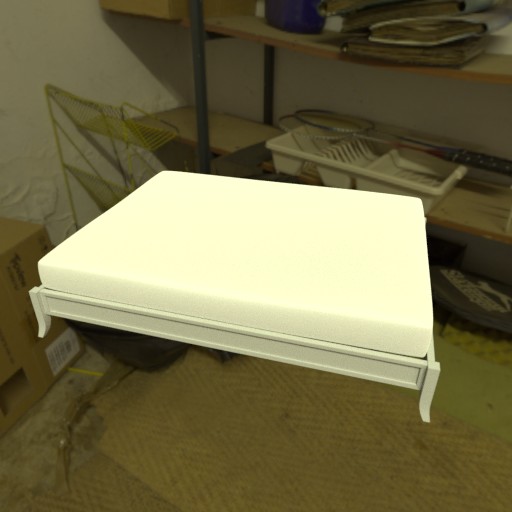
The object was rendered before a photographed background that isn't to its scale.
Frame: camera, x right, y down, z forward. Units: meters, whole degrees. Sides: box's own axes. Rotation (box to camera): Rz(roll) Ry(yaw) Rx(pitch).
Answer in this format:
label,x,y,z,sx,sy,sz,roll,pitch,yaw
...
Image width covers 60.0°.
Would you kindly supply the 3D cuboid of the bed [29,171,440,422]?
label,x,y,z,sx,sy,sz,roll,pitch,yaw
bed,0.000,0.000,2.797,2.108,0.510,1.604,8,31,14
